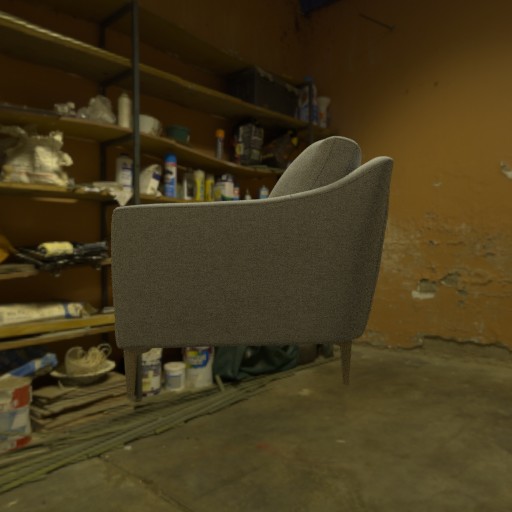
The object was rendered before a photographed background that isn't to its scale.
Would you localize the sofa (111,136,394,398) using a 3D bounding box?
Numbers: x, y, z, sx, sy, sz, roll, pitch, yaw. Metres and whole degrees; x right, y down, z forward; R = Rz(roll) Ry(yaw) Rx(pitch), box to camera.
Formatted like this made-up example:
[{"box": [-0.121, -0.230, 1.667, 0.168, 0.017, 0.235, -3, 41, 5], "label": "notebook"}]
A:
[{"box": [0.000, 0.000, 2.184, 0.960, 0.904, 1.619, 0, 0, -1], "label": "sofa"}]
